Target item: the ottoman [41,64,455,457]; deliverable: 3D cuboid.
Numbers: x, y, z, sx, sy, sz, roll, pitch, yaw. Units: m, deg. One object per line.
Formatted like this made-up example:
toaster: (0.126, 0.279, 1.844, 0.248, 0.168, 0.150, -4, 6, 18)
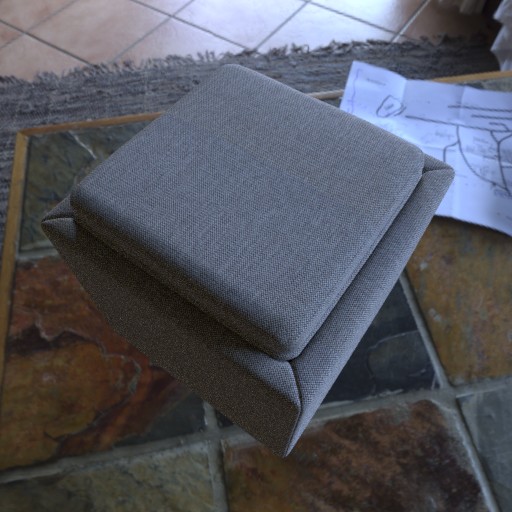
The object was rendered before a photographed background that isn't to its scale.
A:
ottoman: (0.000, 0.000, 0.796, 0.450, 0.460, 0.450, 31, 63, 18)
